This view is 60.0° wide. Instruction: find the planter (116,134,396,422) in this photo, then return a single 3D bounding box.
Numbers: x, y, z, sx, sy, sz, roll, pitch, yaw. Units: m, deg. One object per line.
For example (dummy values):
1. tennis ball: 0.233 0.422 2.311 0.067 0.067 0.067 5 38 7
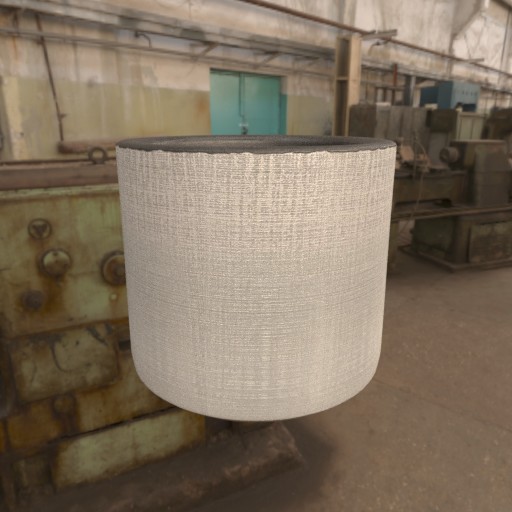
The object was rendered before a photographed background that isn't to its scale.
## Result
1. planter: 0.000 0.000 0.219 0.125 0.112 0.125 0 17 0
